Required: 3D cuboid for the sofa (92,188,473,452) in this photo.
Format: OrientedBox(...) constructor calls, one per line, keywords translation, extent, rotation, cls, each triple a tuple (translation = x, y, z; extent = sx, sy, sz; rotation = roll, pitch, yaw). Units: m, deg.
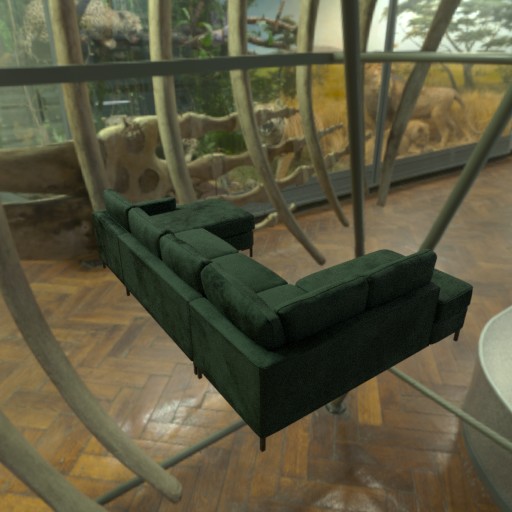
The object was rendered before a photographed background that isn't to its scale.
OrientedBox(translation=(0.000, 0.000, 3.942), extent=(1.992, 0.861, 2.994), rotation=(-17, 30, -31), cls="sofa")
